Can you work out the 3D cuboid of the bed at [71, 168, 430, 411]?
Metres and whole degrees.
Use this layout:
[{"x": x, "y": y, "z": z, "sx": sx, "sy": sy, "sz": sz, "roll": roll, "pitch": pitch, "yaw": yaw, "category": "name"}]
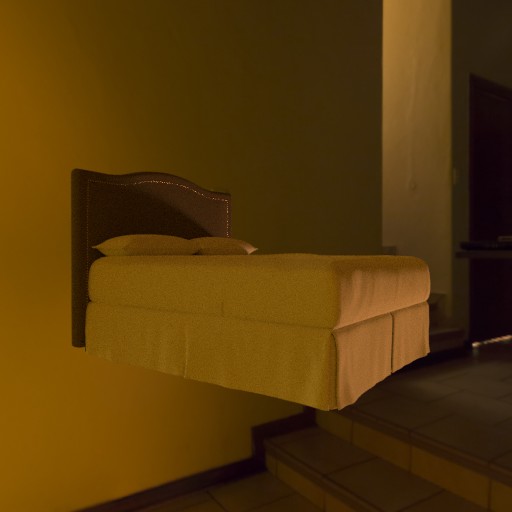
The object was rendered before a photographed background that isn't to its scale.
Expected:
[{"x": 0.000, "y": 0.000, "z": 3.172, "sx": 2.036, "sy": 1.387, "sz": 1.666, "roll": 0, "pitch": 1, "yaw": 36, "category": "bed"}]
